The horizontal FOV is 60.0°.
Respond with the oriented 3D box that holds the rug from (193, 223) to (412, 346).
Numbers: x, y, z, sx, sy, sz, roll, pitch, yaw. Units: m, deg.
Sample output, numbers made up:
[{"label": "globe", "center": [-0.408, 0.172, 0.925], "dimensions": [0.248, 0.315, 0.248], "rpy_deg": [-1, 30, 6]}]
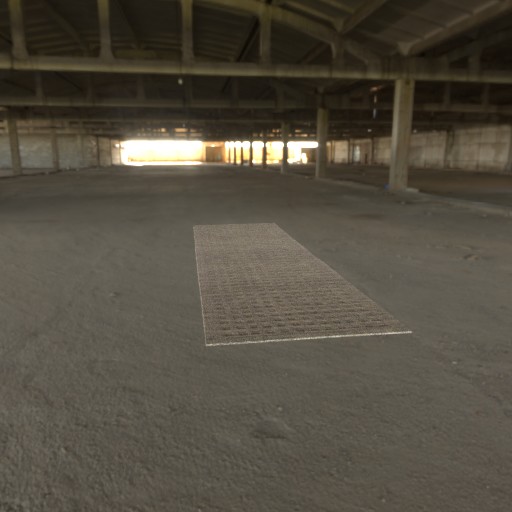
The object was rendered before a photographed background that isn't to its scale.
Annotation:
[{"label": "rug", "center": [0.000, 0.000, 2.641], "dimensions": [0.706, 0.009, 2.443], "rpy_deg": [-2, 13, -9]}]
